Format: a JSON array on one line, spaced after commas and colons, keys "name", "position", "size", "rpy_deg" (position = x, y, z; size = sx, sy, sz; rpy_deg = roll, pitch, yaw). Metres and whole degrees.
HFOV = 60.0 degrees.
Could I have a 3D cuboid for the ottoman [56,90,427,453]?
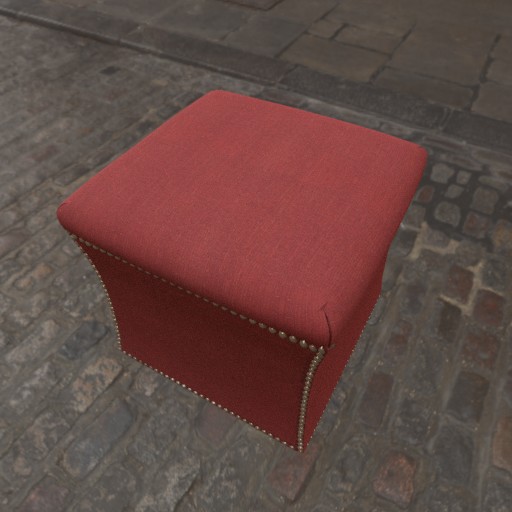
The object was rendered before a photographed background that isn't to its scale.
[{"name": "ottoman", "position": [0.000, 0.000, 0.921], "size": [0.507, 0.475, 0.497], "rpy_deg": [22, 50, 20]}]
